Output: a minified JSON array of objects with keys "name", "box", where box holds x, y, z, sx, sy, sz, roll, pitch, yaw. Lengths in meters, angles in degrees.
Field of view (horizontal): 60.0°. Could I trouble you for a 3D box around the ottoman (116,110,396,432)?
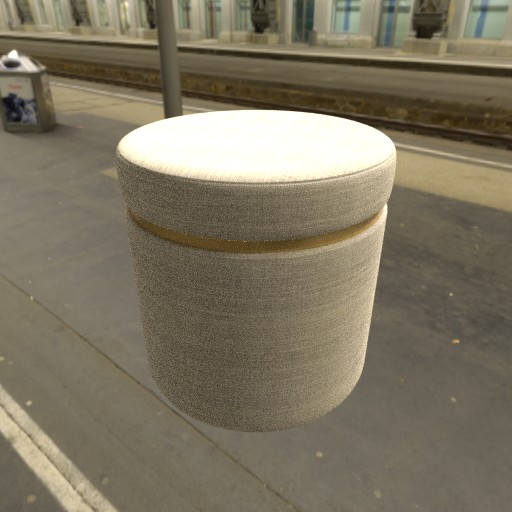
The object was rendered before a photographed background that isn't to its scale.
[{"name":"ottoman","box":[0.000,0.000,0.740,0.400,0.406,0.400,0,29,0]}]
